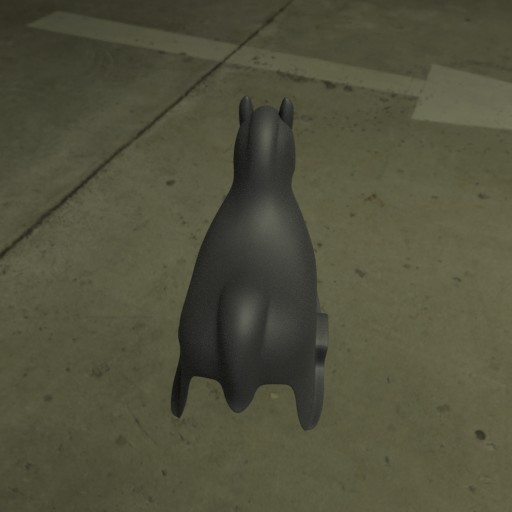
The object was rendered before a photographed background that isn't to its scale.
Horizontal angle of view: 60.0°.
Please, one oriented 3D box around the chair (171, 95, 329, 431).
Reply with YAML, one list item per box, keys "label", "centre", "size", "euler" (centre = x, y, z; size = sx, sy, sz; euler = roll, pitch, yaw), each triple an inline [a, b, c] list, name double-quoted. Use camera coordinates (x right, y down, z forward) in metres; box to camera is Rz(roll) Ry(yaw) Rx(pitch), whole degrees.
- label: "chair"
  centre: [0.000, 0.000, 1.162]
  size: [0.429, 0.612, 0.800]
  euler: [4, 47, 4]
